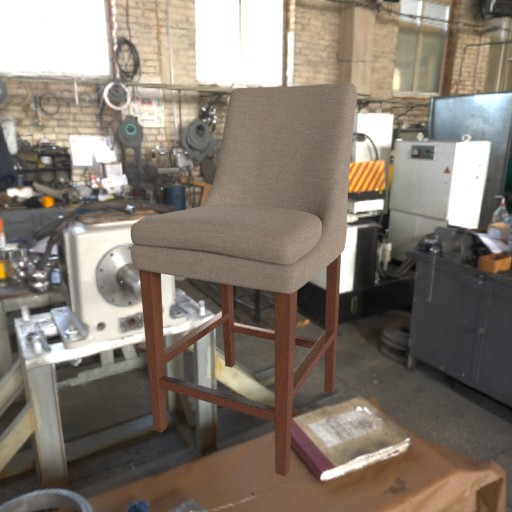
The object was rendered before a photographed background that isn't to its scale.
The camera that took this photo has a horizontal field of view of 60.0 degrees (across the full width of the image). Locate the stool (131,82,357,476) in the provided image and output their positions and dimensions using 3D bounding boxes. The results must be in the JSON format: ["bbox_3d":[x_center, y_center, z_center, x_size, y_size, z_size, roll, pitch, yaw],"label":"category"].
[{"bbox_3d":[0.000,0.000,1.300,0.470,0.981,0.577,7,17,25],"label":"stool"}]
